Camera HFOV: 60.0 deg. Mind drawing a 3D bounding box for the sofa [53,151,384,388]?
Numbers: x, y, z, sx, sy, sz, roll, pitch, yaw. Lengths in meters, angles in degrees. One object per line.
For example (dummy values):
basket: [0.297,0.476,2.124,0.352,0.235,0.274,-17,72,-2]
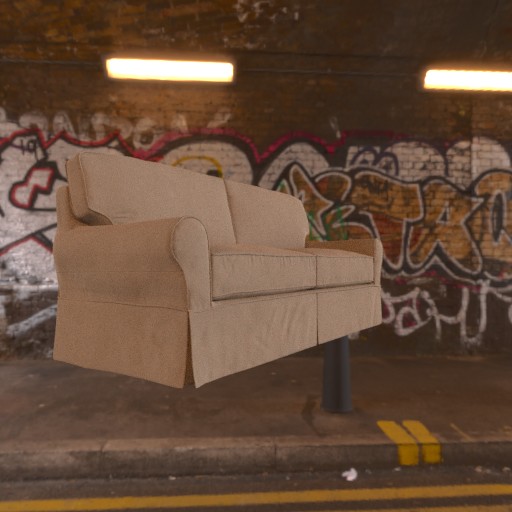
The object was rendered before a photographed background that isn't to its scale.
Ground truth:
sofa: [0.000,0.000,2.728,0.900,1.014,2.246,0,-1,35]
